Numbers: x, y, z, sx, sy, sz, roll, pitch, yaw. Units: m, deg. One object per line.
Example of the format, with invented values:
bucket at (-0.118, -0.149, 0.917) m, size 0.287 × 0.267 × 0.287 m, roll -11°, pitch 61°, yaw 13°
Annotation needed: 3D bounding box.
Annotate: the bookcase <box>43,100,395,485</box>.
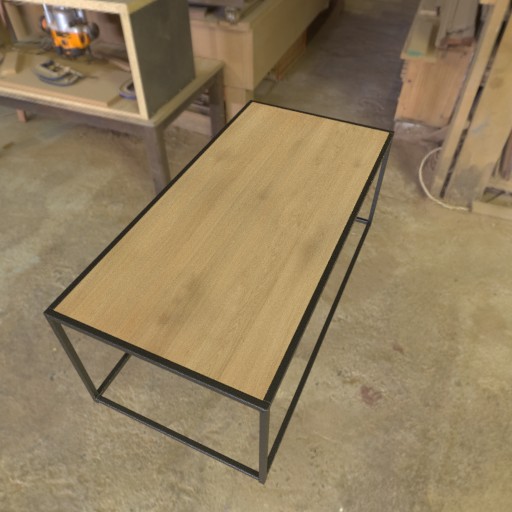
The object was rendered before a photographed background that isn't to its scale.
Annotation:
bookcase at (0.000, 0.000, 1.289) m, size 0.500 × 0.400 × 1.000 m, roll 18°, pitch 49°, yaw 17°
